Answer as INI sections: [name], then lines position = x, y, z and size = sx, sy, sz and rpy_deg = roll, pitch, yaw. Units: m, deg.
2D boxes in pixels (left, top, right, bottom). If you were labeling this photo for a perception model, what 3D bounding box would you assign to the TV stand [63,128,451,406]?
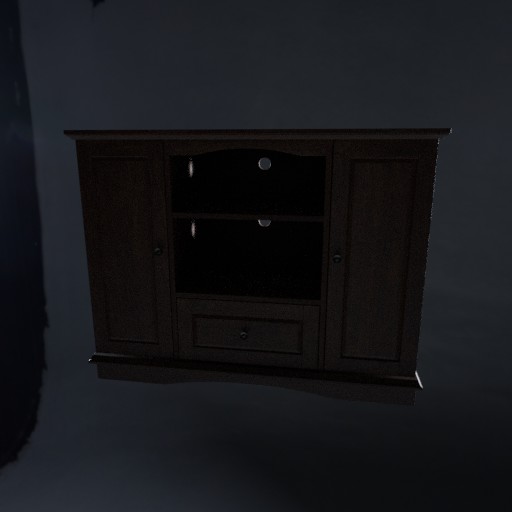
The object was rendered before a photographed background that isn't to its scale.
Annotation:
[TV stand]
position = 0.000, 0.000, 1.498
size = 1.067, 0.813, 0.406
rpy_deg = 2, 15, 9
